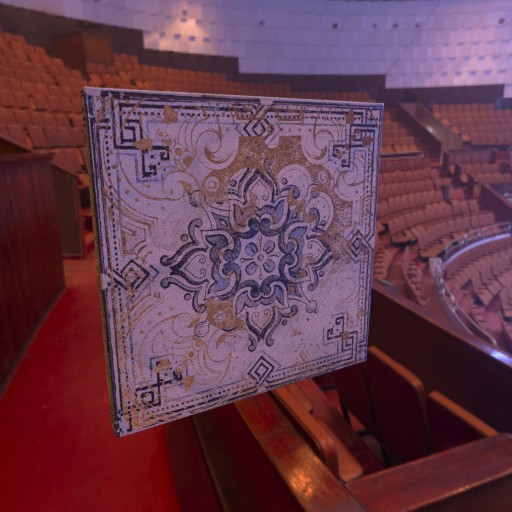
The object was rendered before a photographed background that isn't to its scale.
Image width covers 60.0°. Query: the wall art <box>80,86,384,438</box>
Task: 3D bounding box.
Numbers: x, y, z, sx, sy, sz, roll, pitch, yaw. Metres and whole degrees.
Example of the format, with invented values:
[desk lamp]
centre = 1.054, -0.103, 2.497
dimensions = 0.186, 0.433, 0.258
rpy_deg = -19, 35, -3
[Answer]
[wall art]
centre = 0.000, 0.000, 0.895
dimensions = 0.609, 0.607, 0.036
rpy_deg = -8, 16, -28
